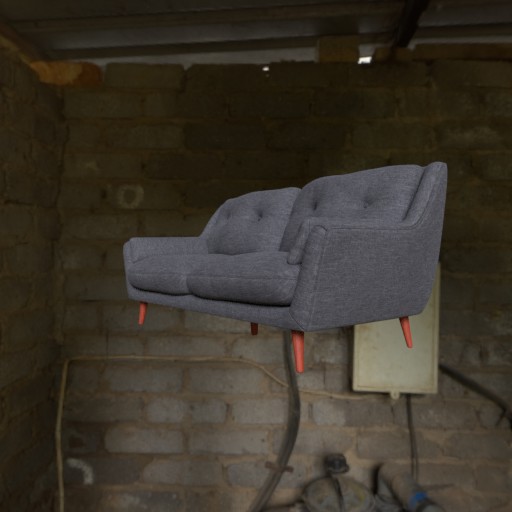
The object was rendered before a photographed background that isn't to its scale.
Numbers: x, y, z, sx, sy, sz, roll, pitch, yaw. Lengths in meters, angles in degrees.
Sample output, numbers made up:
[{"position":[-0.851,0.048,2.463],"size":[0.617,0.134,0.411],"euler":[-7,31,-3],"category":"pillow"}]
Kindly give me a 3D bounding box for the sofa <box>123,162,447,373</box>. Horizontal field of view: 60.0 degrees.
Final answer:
[{"position":[0.000,0.000,2.513],"size":[0.975,0.896,1.929],"euler":[0,-1,-36],"category":"sofa"}]
